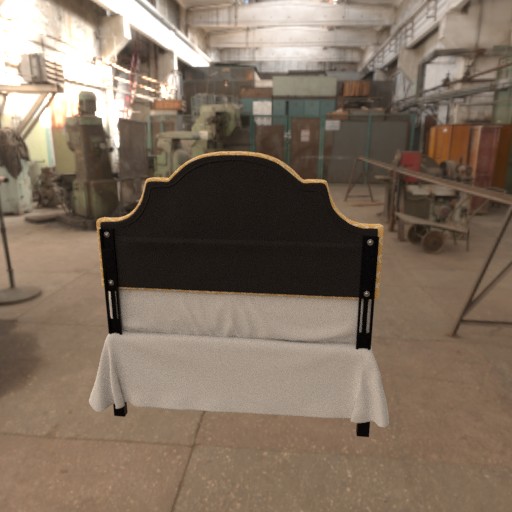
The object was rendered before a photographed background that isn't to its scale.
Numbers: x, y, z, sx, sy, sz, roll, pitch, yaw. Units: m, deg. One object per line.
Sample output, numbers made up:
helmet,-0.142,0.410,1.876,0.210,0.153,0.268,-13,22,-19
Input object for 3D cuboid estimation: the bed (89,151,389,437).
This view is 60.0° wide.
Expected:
bed,0.000,0.000,3.426,1.780,1.633,2.222,2,15,7
